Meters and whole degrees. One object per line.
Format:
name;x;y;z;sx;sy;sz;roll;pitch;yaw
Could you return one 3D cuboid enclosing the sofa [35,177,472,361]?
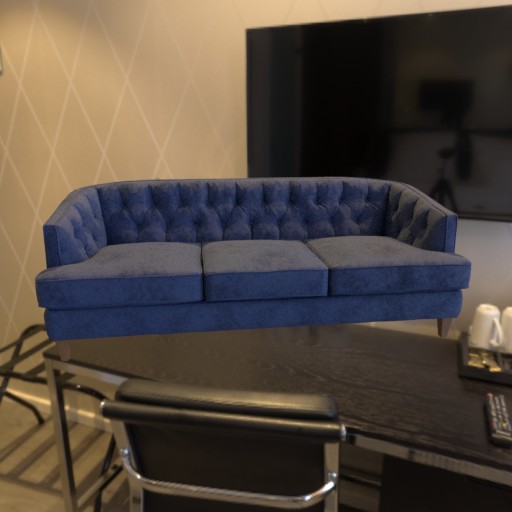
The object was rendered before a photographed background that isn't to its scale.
sofa;0.000;0.000;2.680;2.278;0.855;0.941;-2;16;-7
